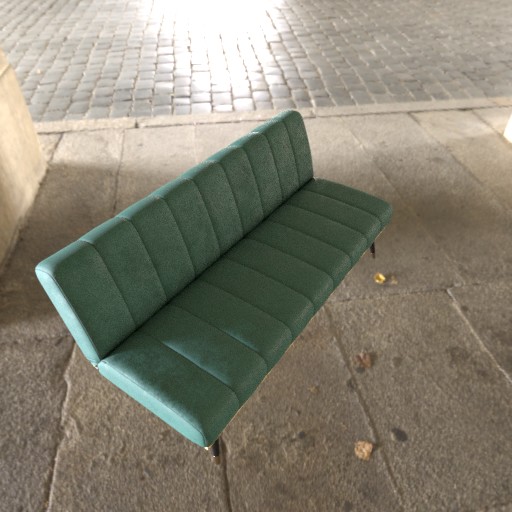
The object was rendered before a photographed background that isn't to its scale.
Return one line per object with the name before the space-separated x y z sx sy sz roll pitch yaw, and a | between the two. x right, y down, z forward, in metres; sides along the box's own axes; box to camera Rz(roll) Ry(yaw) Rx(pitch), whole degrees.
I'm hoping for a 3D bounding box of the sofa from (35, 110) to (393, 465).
sofa | 0.000 0.000 2.318 0.830 0.820 1.810 25 47 26
